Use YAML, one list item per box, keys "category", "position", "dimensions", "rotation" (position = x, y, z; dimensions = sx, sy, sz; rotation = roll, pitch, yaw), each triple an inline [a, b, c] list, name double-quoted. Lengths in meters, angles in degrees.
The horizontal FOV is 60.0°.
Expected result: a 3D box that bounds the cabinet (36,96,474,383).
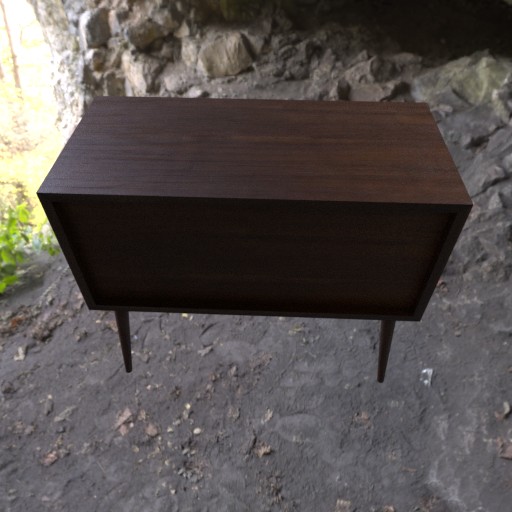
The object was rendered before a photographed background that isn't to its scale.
- category: "cabinet"
  position: [0.000, 0.000, 1.110]
  dimensions: [0.743, 0.654, 0.354]
  rotation: [2, 46, 2]
